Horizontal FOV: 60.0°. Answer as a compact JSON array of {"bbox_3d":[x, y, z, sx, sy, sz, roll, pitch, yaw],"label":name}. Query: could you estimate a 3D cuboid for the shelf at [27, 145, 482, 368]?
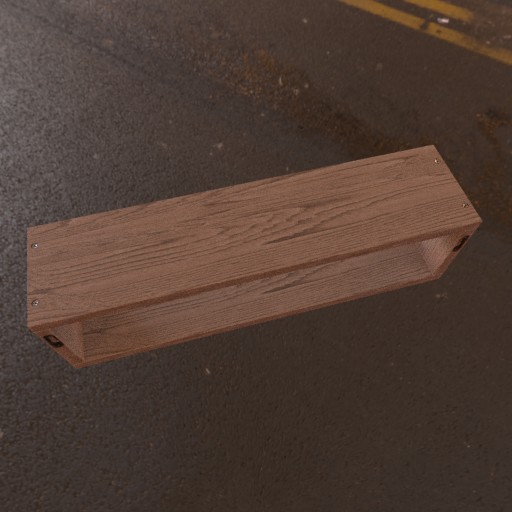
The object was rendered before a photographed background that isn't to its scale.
[{"bbox_3d":[0.000,0.000,0.684,0.610,0.170,0.150,-13,60,-8],"label":"shelf"}]
